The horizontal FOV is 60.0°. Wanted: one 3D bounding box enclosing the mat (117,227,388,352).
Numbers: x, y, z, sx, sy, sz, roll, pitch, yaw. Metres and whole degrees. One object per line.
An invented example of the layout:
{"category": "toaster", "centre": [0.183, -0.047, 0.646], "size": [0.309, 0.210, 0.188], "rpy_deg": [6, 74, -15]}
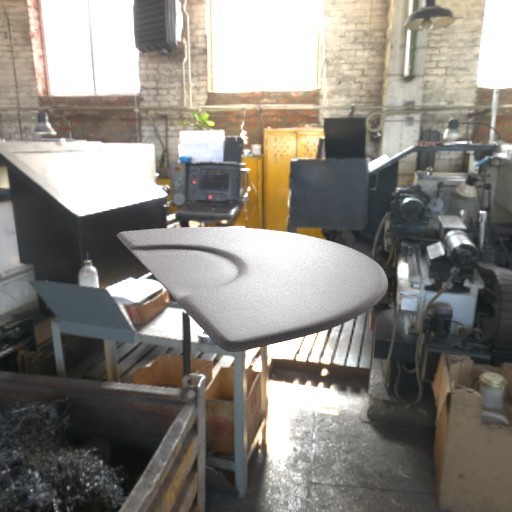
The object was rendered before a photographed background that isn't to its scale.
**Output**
{"category": "mat", "centre": [0.000, 0.000, 1.890], "size": [0.917, 0.022, 1.525], "rpy_deg": [-7, 16, -26]}
